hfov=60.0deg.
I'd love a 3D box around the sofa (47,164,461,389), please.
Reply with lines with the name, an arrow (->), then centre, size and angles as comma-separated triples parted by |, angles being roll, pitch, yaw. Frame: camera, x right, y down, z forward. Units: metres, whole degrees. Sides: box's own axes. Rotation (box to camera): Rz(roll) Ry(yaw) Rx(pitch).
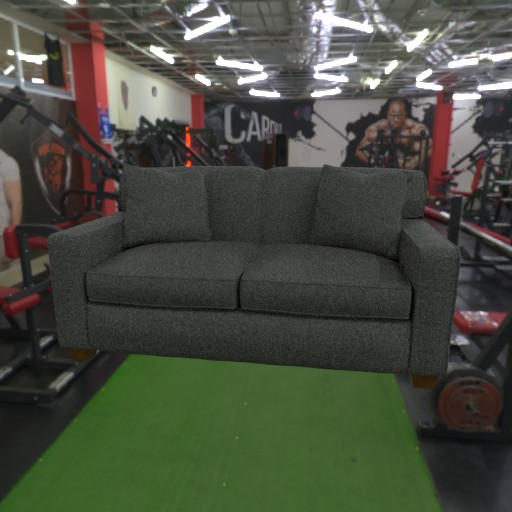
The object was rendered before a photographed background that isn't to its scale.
sofa -> 0.000, 0.000, 2.396 | 1.846, 0.958, 0.998 | 2, 14, 9
